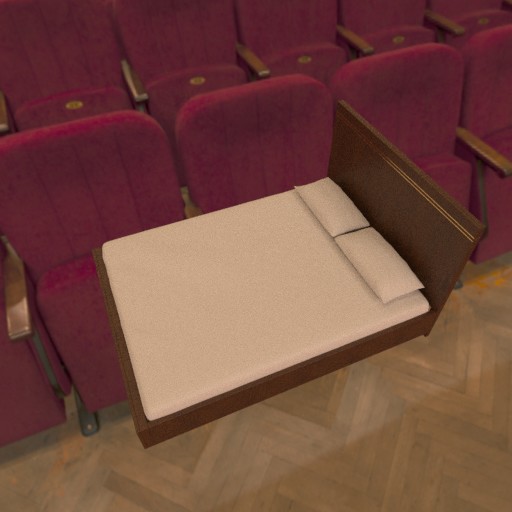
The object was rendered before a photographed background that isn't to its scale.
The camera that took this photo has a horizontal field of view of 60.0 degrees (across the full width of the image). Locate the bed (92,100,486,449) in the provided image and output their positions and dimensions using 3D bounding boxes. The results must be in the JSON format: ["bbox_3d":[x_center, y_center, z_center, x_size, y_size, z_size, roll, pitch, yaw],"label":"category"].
[{"bbox_3d":[0.000,0.000,3.215,2.221,1.169,1.613,-17,50,-15],"label":"bed"}]
